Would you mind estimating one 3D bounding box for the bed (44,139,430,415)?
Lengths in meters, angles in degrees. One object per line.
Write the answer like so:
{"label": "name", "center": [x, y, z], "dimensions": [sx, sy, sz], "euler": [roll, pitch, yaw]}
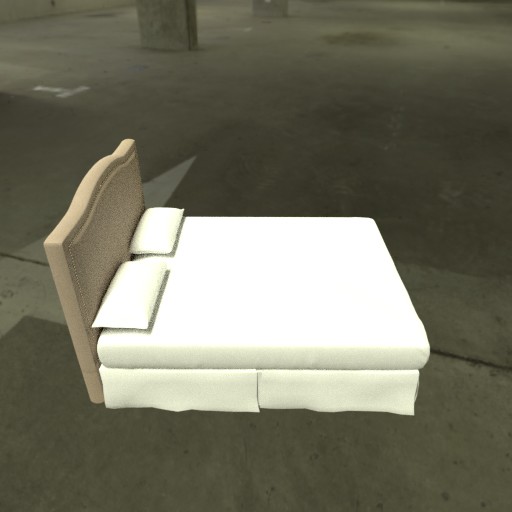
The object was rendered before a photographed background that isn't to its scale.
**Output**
{"label": "bed", "center": [0.000, 0.000, 3.420], "dimensions": [2.282, 1.436, 1.821], "euler": [0, 33, 0]}
